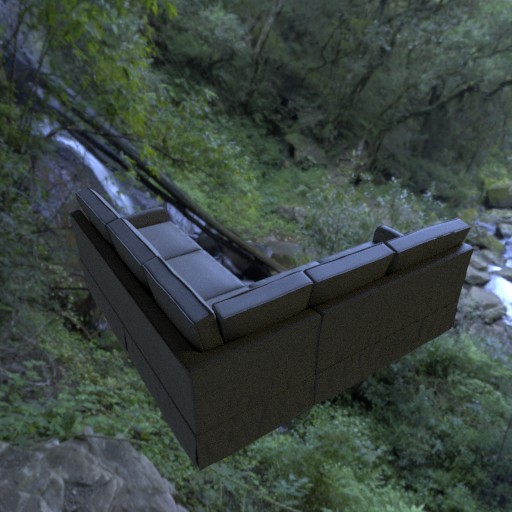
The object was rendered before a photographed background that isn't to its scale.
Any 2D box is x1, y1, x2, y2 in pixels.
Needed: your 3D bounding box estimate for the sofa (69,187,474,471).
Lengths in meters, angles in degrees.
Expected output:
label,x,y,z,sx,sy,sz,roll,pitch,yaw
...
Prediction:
label,x,y,z,sx,sy,sz,roll,pitch,yaw
sofa,0.000,0.000,4.077,2.618,1.081,2.623,-18,34,-29
